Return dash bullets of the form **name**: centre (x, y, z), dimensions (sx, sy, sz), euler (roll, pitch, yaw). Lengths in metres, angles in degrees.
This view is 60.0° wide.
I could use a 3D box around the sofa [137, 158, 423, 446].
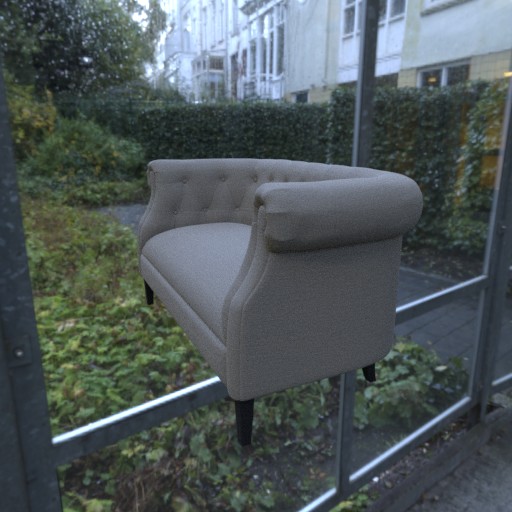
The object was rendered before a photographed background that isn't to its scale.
- **sofa**: centre (0.000, 0.000, 2.052), dimensions (0.835, 0.827, 1.558), euler (-7, 17, -25)
